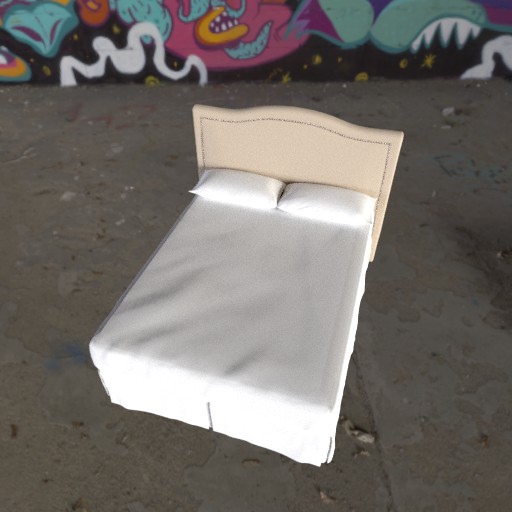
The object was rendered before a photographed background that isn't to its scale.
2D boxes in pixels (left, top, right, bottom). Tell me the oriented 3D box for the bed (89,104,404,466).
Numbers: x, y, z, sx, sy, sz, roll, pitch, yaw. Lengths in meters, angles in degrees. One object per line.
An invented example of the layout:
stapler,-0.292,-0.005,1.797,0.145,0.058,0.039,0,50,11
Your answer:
bed,0.000,0.000,3.309,1.753,1.460,2.143,12,43,13
